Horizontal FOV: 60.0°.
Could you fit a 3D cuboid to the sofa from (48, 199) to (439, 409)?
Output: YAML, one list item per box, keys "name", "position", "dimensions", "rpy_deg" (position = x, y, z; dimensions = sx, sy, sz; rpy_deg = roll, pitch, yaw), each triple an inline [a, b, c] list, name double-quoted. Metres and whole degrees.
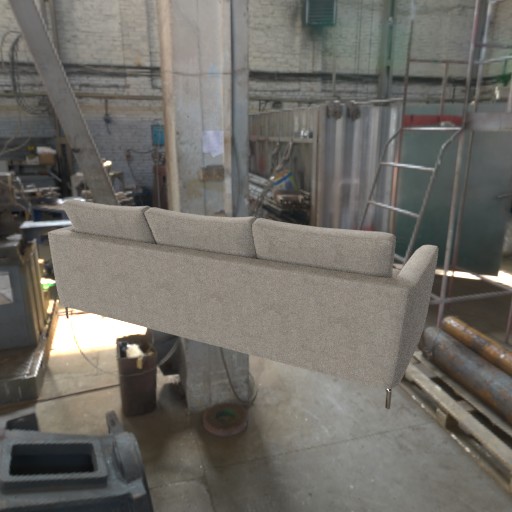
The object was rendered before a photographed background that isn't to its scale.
- name: "sofa"
  position: [0.000, 0.000, 3.201]
  dimensions: [2.438, 0.864, 1.626]
  rpy_deg: [8, 18, 27]
